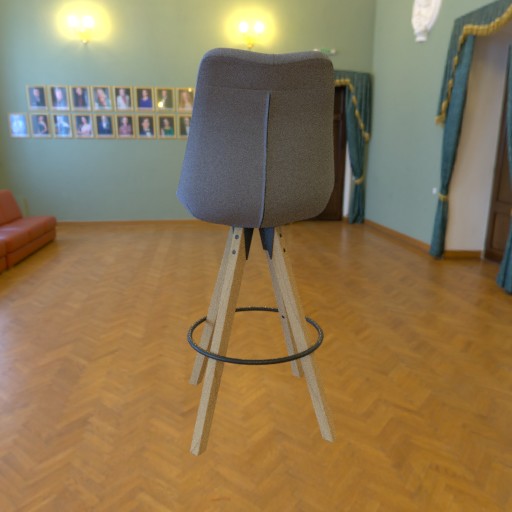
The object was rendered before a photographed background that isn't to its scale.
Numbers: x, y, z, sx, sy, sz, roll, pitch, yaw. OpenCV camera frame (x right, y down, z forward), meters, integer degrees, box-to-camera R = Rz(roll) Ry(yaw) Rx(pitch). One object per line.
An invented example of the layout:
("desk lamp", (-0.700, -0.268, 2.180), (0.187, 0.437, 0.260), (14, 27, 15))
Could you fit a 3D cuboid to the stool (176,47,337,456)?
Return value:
("stool", (0.000, 0.000, 1.407), (0.485, 1.115, 0.550), (-2, 14, -8))
